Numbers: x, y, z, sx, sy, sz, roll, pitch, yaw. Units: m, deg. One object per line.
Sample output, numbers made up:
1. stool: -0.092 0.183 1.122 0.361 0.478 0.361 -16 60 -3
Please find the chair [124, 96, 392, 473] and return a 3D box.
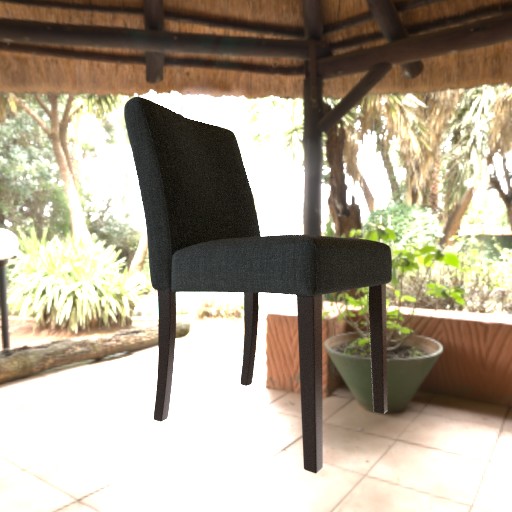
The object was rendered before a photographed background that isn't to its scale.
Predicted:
1. chair: 0.000 0.000 1.248 0.629 0.884 0.487 0 0 35
